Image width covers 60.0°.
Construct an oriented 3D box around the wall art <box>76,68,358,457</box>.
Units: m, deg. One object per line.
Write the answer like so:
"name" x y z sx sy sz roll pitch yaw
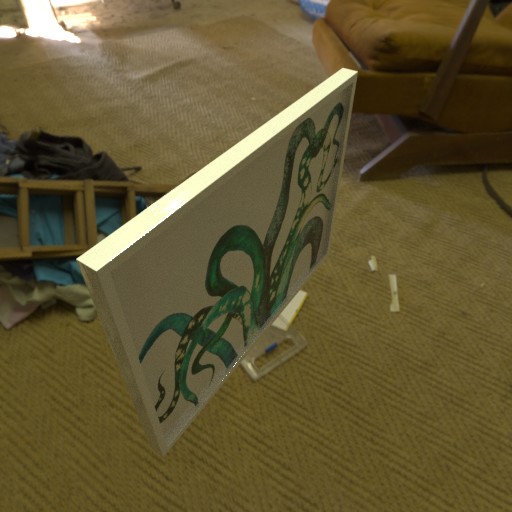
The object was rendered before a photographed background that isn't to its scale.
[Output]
"wall art" 0.000 0.000 1.349 0.053 0.787 1.041 25 50 24
